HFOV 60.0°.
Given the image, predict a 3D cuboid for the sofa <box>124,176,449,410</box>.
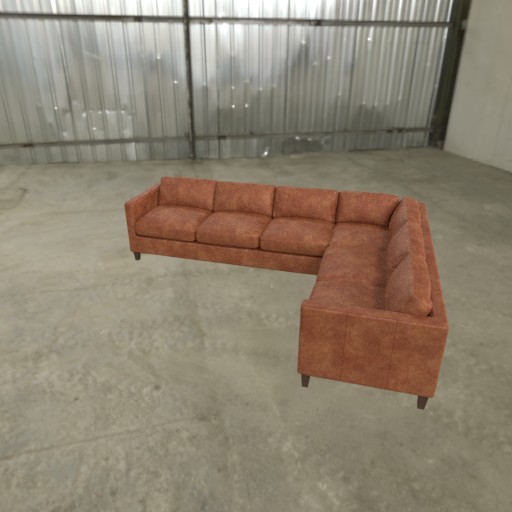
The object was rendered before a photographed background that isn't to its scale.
[{"bbox_3d":[0.000,0.000,4.262,3.167,0.838,2.438,7,27,14],"label":"sofa"}]
